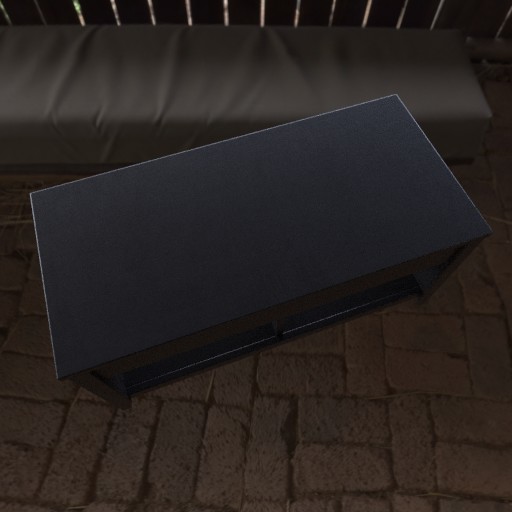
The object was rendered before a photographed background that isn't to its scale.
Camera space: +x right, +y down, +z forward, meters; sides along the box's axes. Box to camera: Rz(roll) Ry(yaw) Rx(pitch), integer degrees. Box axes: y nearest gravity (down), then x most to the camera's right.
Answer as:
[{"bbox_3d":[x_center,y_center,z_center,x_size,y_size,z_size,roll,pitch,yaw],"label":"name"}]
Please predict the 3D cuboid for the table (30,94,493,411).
[{"bbox_3d":[0.000,0.000,1.272,1.016,0.457,0.483,-18,64,-9],"label":"table"}]
